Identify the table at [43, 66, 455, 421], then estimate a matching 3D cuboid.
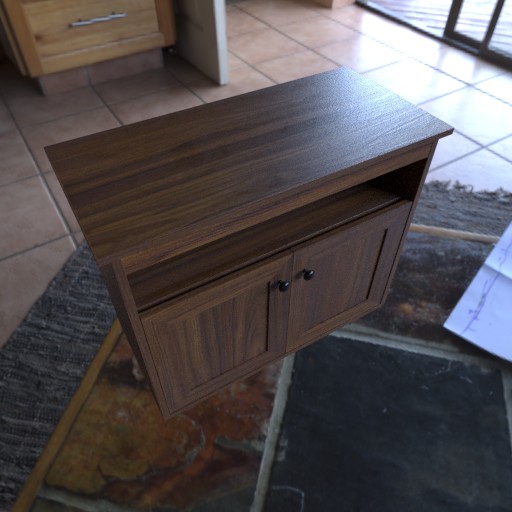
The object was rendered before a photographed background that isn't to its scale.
[{"bbox_3d":[0.000,0.000,1.210,0.802,0.725,0.390,-23,50,-21],"label":"table"}]
